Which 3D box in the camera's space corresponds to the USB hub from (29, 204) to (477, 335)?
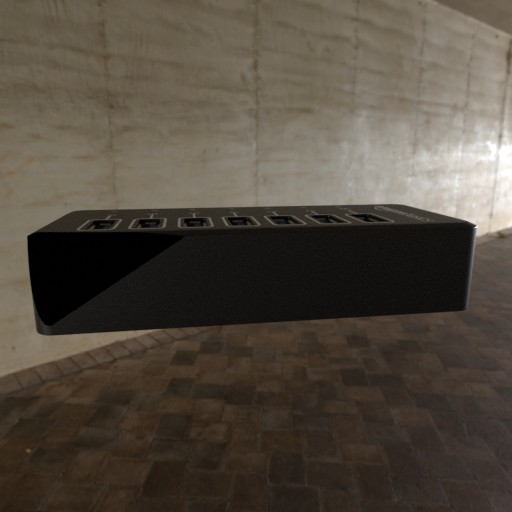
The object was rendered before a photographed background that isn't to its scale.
[{"bbox_3d":[0.000,0.000,0.127,0.110,0.023,0.044,-2,14,-9],"label":"USB hub"}]
